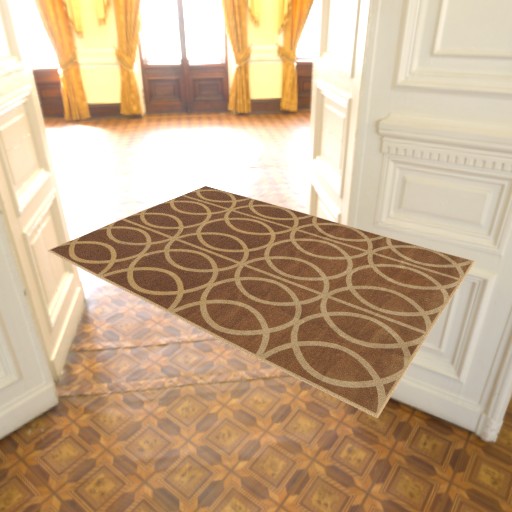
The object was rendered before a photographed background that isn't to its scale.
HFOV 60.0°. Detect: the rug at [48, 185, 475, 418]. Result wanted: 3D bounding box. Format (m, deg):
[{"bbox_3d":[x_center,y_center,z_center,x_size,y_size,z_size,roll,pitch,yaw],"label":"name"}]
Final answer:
[{"bbox_3d":[0.000,0.000,2.842,2.294,0.014,1.528,20,35,31],"label":"rug"}]
